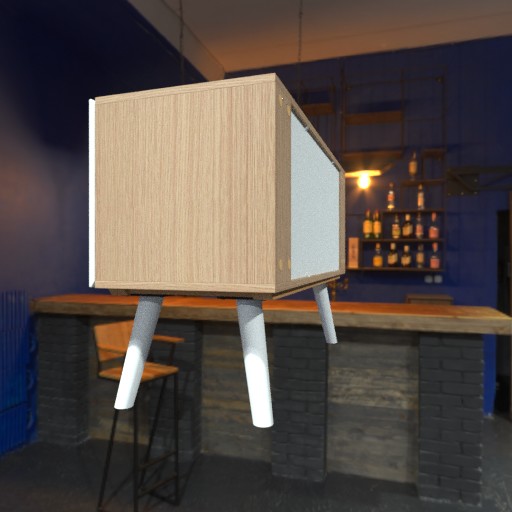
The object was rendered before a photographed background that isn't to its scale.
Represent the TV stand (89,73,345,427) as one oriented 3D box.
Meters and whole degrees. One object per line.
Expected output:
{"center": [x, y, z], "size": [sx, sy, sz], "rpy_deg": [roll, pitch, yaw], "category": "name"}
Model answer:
{"center": [0.000, 0.000, 1.334], "size": [0.407, 0.660, 0.991], "rpy_deg": [0, 0, 19], "category": "TV stand"}
